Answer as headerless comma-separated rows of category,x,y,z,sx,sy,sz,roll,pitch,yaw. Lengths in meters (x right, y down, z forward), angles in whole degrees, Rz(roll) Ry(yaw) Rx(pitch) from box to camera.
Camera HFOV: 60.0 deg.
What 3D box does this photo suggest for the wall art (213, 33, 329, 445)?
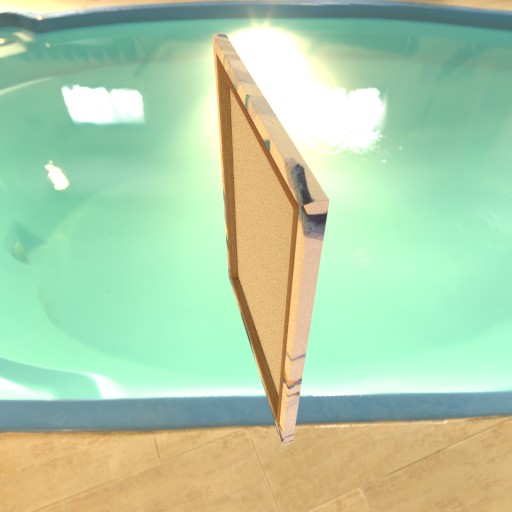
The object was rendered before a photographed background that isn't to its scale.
wall art,0.000,0.000,1.335,0.038,1.015,0.761,-11,47,-11
